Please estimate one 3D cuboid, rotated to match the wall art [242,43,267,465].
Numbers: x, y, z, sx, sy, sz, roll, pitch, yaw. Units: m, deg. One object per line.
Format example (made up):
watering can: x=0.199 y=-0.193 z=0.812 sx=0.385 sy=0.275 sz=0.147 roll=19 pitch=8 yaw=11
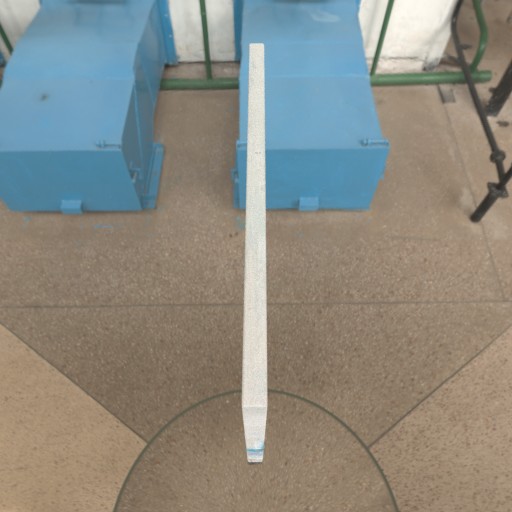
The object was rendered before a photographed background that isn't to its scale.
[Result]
wall art: x=0.000 y=0.000 z=1.153 sx=0.038 sy=0.609 sz=0.913 roll=0 pitch=58 yaw=0
